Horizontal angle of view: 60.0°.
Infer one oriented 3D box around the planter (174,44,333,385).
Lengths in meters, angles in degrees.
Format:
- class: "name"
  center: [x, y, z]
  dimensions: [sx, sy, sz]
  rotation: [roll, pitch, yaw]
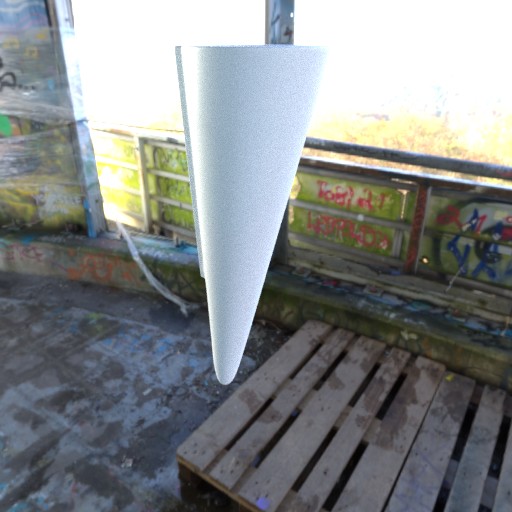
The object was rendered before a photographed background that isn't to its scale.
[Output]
- class: "planter"
  center: [0.000, 0.000, 0.225]
  dimensions: [0.064, 0.193, 0.057]
  rotation: [18, 31, 32]
